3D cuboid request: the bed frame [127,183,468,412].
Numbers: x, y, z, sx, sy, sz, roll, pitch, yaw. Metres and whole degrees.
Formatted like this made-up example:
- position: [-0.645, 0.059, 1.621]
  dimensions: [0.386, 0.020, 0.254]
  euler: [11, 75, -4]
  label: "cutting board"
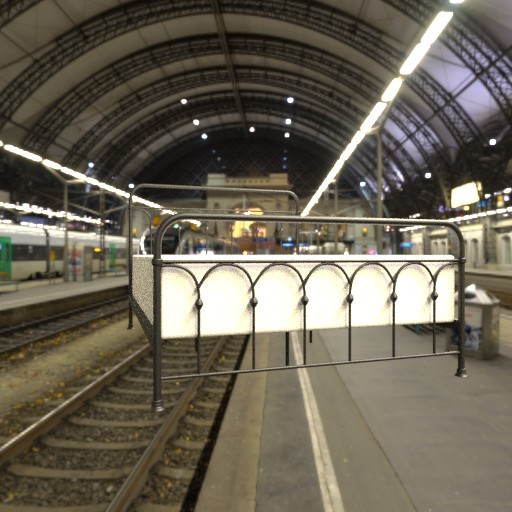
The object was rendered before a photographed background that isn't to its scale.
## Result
- position: [0.000, 0.000, 3.123]
  dimensions: [1.664, 1.276, 2.203]
  euler: [0, 0, -19]
  label: "bed frame"
